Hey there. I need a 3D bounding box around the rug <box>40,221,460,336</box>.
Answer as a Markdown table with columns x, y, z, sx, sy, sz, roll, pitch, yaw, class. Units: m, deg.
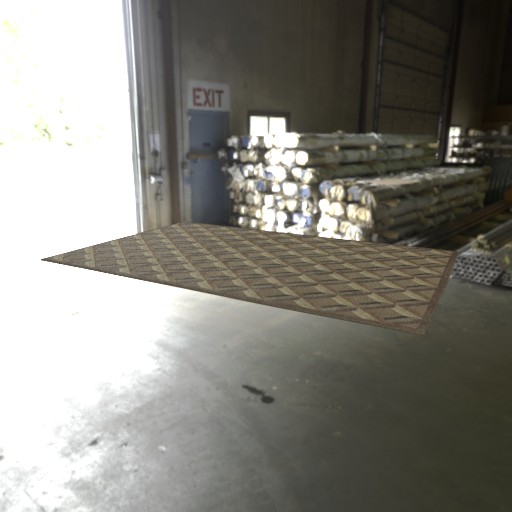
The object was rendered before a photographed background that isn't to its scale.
| x | y | z | sx | sy | sz | roll | pitch | yaw | class |
| --- | --- | --- | --- | --- | --- | --- | --- | --- | --- |
| 0.000 | 0.000 | 2.090 | 1.677 | 0.011 | 1.066 | 8 | 17 | 28 | rug |
